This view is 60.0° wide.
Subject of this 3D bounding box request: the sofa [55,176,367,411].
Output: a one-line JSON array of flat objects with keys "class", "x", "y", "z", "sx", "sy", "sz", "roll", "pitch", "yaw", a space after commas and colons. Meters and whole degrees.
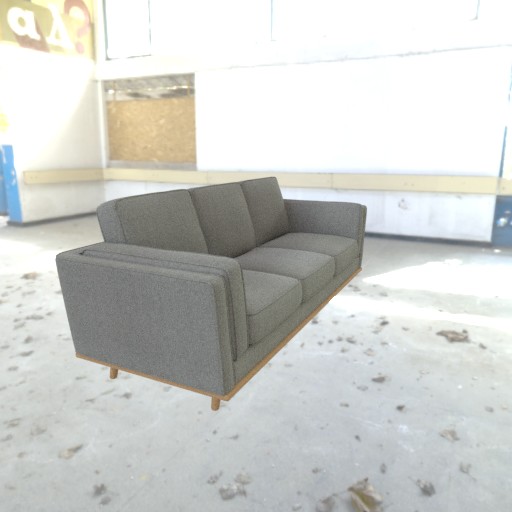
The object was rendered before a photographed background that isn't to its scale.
[{"class": "sofa", "x": 0.000, "y": 0.000, "z": 2.855, "sx": 0.903, "sy": 0.899, "sz": 2.362, "roll": 7, "pitch": 16, "yaw": 26}]
